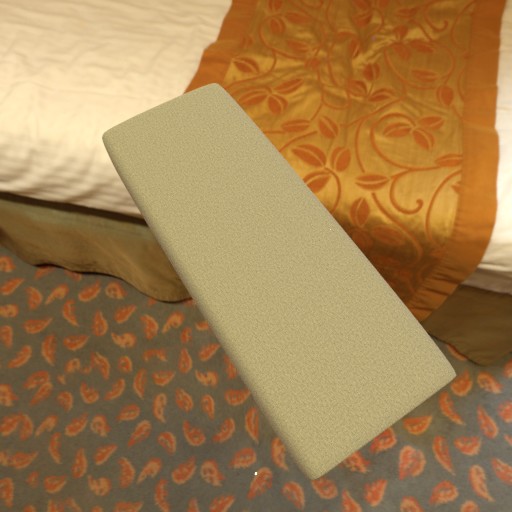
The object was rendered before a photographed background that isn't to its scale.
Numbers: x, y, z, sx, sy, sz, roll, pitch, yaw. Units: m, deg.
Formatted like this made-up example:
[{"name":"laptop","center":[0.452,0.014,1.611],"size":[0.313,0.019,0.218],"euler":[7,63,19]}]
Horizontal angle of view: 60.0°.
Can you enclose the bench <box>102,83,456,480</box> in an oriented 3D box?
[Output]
[{"name":"bench","center":[0.000,0.000,1.834],"size":[0.631,0.383,1.598],"euler":[-30,67,-14]}]
